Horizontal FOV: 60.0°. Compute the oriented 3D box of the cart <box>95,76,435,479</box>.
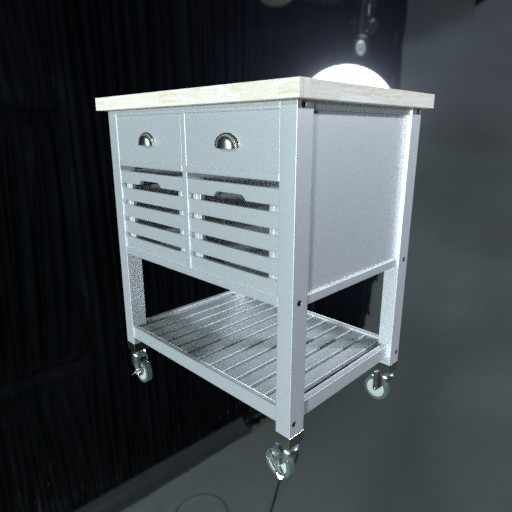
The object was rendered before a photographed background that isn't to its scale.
[{"bbox_3d":[0.000,0.000,1.346,0.762,0.914,0.559,15,22,42],"label":"cart"}]
